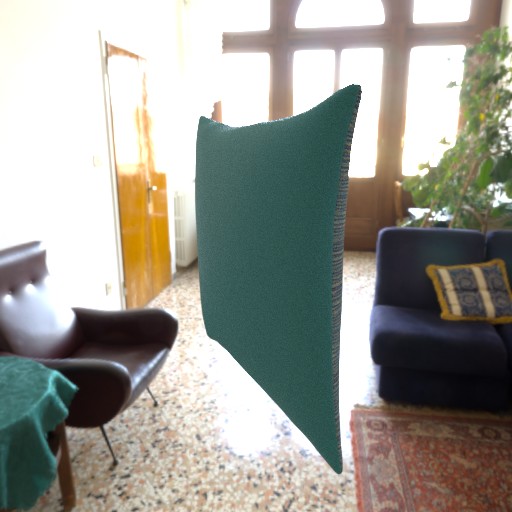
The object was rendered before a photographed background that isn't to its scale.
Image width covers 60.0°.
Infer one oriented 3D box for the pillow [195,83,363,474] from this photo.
[{"bbox_3d":[0.000,0.000,0.757,0.150,0.497,0.514,-7,15,-25],"label":"pillow"}]
